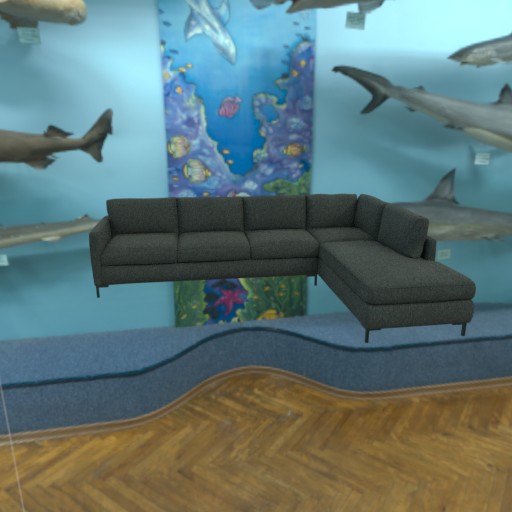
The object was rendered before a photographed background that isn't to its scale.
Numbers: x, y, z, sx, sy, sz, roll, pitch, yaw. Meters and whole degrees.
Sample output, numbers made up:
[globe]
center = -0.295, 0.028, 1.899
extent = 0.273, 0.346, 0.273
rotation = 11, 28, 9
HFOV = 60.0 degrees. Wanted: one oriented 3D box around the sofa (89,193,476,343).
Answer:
[sofa]
center = 0.000, 0.000, 3.911
extent = 2.949, 0.815, 2.007
rotation = -2, 17, -8
